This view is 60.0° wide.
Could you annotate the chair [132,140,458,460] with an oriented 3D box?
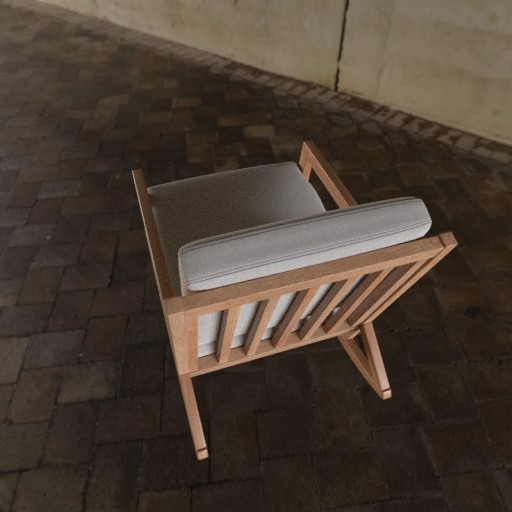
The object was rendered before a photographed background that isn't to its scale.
[{"bbox_3d":[0.000,0.000,1.389,0.622,0.790,0.857,-13,45,-13],"label":"chair"}]
